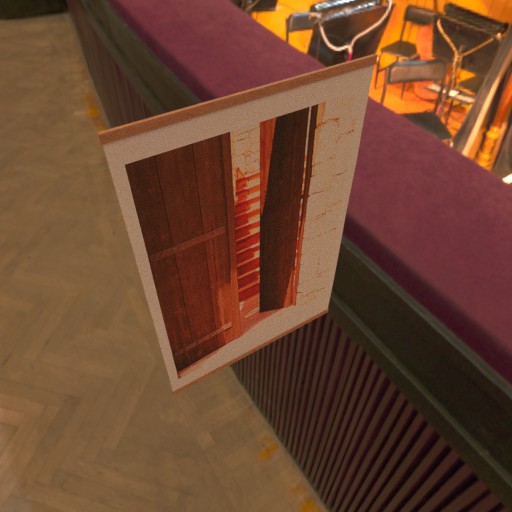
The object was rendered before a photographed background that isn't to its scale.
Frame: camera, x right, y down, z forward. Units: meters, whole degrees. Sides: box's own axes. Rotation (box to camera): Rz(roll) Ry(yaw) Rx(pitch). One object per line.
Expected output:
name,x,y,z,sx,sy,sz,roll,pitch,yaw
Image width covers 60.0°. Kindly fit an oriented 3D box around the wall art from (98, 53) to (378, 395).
wall art,0.000,0.000,1.948,1.019,1.527,0.019,-24,51,-21
